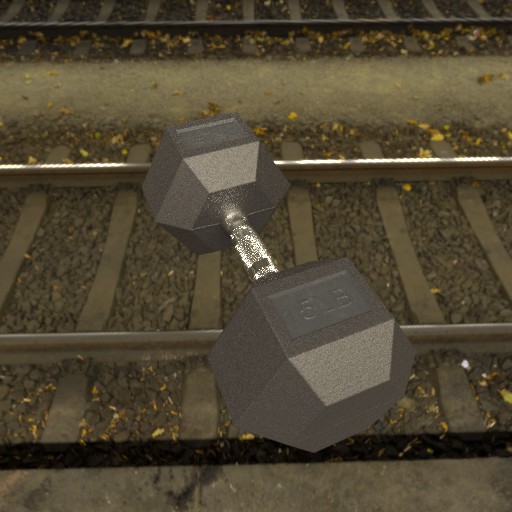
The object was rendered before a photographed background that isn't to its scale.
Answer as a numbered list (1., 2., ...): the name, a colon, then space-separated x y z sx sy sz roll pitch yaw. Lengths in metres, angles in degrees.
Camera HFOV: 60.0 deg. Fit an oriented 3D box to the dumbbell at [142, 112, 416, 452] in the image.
1. dumbbell: 0.000 0.000 0.334 0.122 0.106 0.271 -17 49 -15
